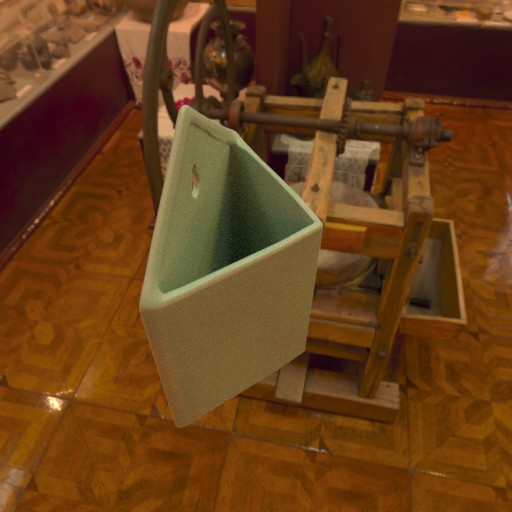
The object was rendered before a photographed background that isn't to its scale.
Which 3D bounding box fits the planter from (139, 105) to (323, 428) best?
[{"bbox_3d":[0.000,0.000,0.285,0.079,0.197,0.164,10,47,9],"label":"planter"}]
